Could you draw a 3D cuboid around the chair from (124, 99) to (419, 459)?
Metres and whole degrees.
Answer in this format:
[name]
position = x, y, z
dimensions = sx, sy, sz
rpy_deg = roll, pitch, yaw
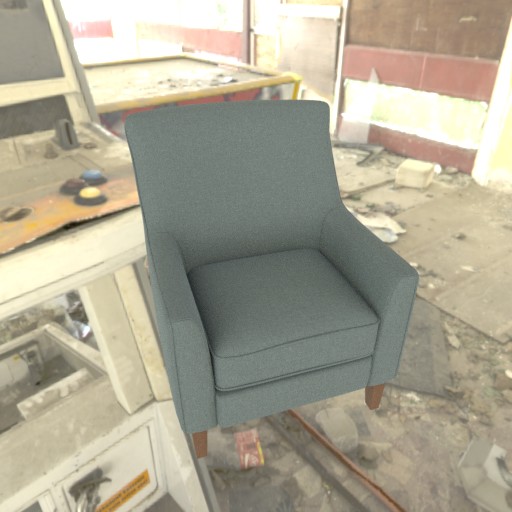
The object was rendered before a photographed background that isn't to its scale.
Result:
[chair]
position = 0.000, 0.000, 1.581
dimensions = 0.756, 0.916, 0.879
rpy_deg = -9, 32, -15
